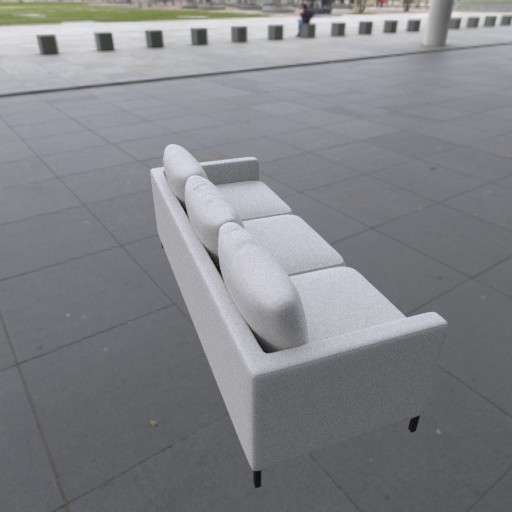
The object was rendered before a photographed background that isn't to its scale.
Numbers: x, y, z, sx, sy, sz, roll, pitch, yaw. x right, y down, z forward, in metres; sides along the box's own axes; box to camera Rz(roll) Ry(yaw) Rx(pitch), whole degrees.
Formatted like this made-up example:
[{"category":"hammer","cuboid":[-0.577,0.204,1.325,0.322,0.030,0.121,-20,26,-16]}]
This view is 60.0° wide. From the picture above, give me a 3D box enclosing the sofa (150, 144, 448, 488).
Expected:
[{"category":"sofa","cuboid":[0.000,0.000,2.620,0.859,0.874,2.218,-11,32,-18]}]
